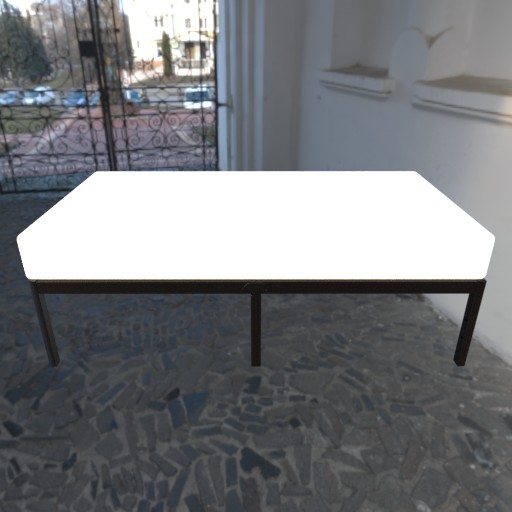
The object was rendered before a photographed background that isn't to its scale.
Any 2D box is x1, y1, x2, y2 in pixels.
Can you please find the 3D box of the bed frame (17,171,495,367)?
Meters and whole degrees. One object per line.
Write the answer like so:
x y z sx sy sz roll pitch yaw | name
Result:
0.000 0.000 2.371 1.950 0.659 1.023 0 26 0 | bed frame
